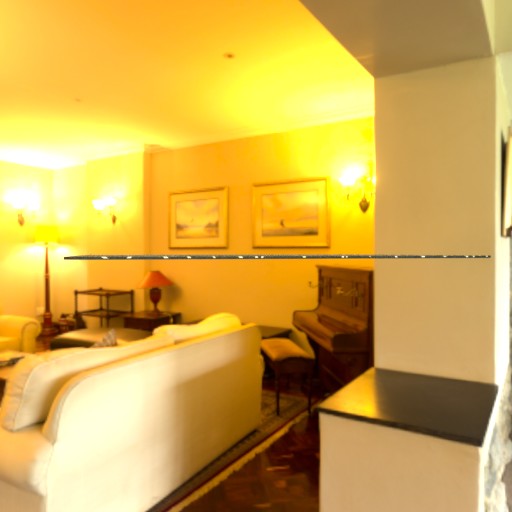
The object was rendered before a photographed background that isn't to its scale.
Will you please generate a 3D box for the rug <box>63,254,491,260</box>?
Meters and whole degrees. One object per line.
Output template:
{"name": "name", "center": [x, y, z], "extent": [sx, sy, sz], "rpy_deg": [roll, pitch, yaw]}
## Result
{"name": "rug", "center": [0.000, 0.000, 4.111], "extent": [3.047, 0.022, 2.439], "rpy_deg": [0, 0, -17]}
